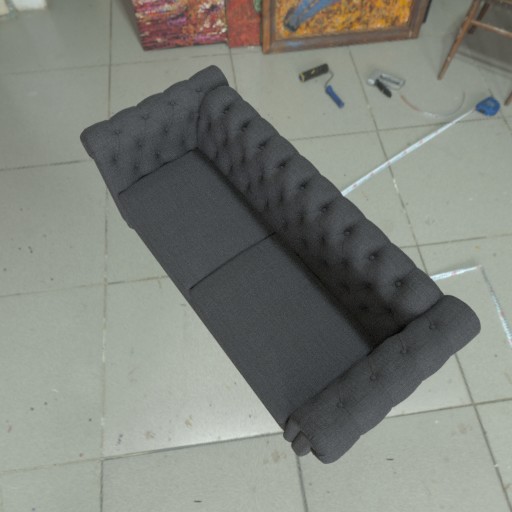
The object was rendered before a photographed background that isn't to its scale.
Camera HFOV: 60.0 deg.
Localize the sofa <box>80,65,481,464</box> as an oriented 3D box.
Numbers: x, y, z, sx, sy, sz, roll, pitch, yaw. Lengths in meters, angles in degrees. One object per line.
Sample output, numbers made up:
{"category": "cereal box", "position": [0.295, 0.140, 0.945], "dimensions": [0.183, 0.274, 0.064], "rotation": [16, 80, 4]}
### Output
{"category": "sofa", "position": [0.000, 0.000, 2.165], "dimensions": [0.783, 0.797, 1.798], "rotation": [-34, 67, -16]}
